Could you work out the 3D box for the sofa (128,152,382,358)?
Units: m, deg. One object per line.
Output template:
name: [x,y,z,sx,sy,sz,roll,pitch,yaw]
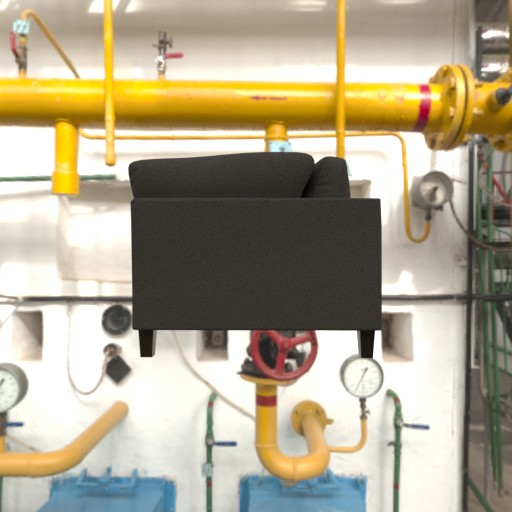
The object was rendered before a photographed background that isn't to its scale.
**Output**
sofa: [0.000,0.000,2.759,0.969,0.792,2.312,0,-1,1]
